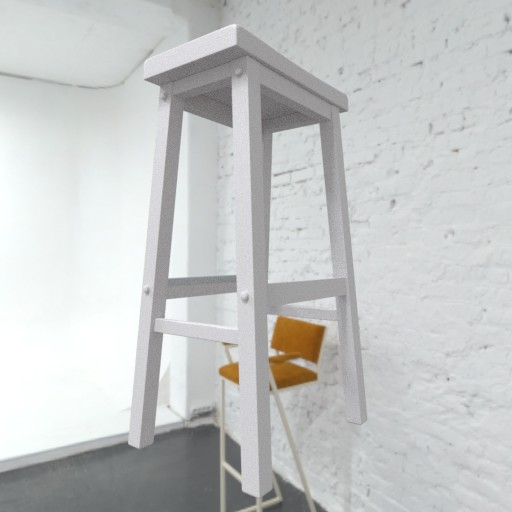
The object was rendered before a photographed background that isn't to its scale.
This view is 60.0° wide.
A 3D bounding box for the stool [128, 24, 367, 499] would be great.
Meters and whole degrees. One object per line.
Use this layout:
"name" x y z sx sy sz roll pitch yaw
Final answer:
"stool" 0.000 0.000 0.933 0.322 0.742 0.406 0 0 37
